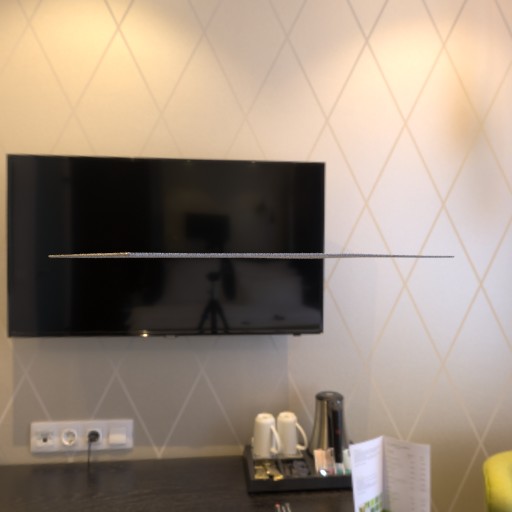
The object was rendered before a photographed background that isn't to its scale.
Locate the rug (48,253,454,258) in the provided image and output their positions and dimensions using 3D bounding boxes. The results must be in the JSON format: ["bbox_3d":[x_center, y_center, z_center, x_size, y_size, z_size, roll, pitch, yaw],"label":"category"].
[{"bbox_3d":[0.000,0.000,2.295,1.773,0.021,1.149,0,-1,-36],"label":"rug"}]
